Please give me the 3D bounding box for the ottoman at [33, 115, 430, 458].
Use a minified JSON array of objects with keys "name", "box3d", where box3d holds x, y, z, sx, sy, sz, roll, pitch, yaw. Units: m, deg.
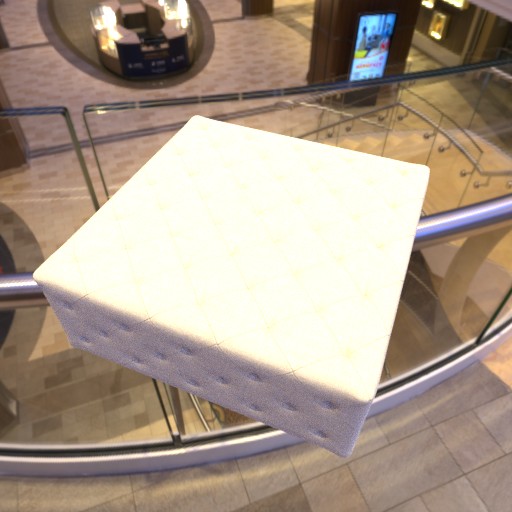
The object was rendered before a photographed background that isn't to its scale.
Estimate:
[{"name":"ottoman","box3d":[0.000,0.000,1.639,1.028,0.439,1.028,17,49,15]}]
